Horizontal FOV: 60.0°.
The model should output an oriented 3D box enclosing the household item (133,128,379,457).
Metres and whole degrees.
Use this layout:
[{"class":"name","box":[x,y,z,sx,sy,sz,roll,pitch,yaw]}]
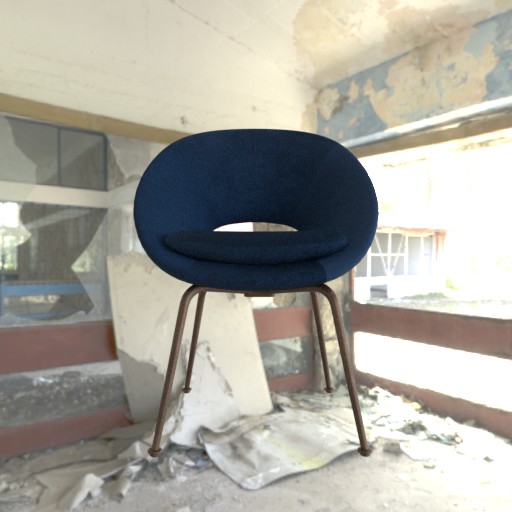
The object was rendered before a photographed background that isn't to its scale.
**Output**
[{"class":"household item","box":[0.000,0.000,1.213,0.623,0.852,0.573,0,0,0]}]
